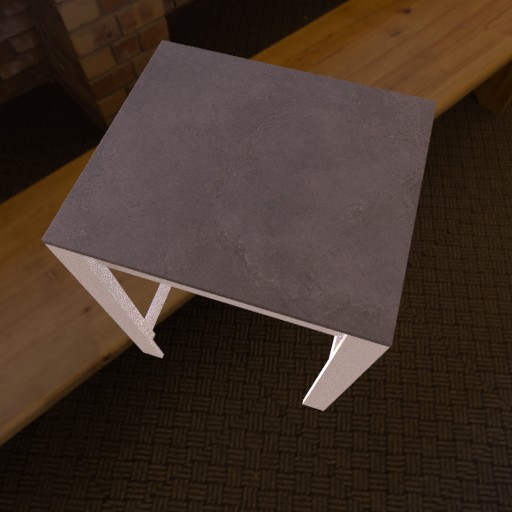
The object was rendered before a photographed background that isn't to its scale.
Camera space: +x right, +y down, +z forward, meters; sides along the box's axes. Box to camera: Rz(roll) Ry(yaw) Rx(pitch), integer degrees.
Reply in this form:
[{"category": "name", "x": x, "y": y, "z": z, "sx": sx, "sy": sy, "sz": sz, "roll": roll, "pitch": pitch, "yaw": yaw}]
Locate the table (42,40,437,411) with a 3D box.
[{"category": "table", "x": 0.000, "y": 0.000, "z": 1.556, "sx": 0.800, "sy": 1.020, "sz": 0.700, "roll": 16, "pitch": 65, "yaw": 8}]
